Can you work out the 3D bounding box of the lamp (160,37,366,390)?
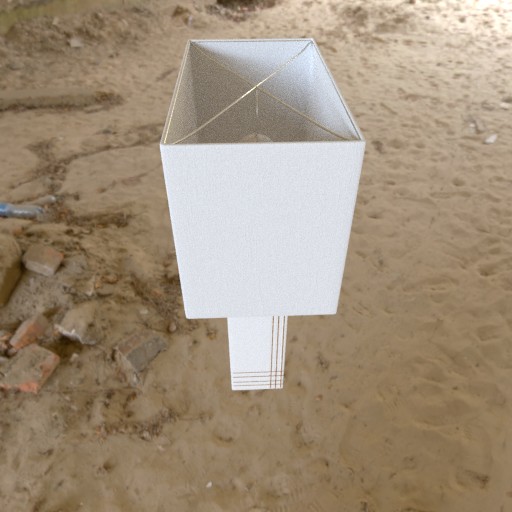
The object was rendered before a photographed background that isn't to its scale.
[{"bbox_3d":[0.000,0.000,0.689,0.182,0.543,0.334,-2,41,-2],"label":"lamp"}]
